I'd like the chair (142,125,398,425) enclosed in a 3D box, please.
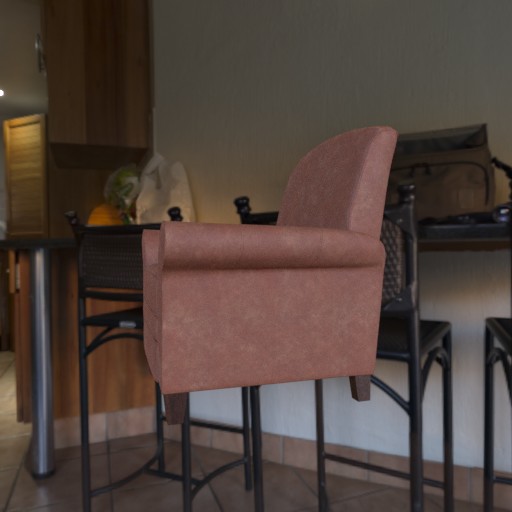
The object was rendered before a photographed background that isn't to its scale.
[{"bbox_3d":[0.000,0.000,1.866,0.902,1.061,0.978,-1,2,-18],"label":"chair"}]
